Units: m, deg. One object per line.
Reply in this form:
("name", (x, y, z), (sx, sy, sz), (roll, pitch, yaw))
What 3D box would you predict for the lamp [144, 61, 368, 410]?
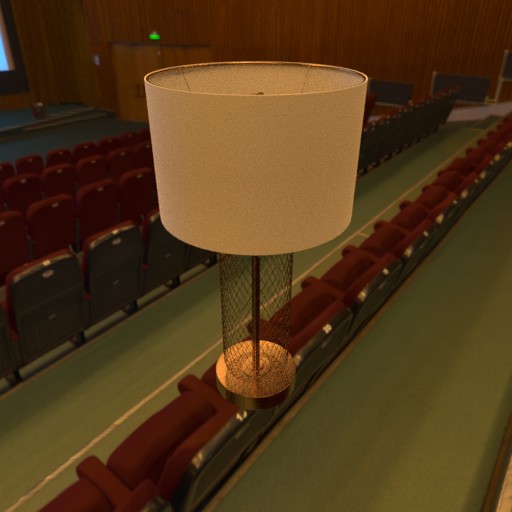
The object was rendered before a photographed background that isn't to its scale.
("lamp", (0.000, 0.000, 0.632), (0.252, 0.483, 0.252), (20, 36, 31))
